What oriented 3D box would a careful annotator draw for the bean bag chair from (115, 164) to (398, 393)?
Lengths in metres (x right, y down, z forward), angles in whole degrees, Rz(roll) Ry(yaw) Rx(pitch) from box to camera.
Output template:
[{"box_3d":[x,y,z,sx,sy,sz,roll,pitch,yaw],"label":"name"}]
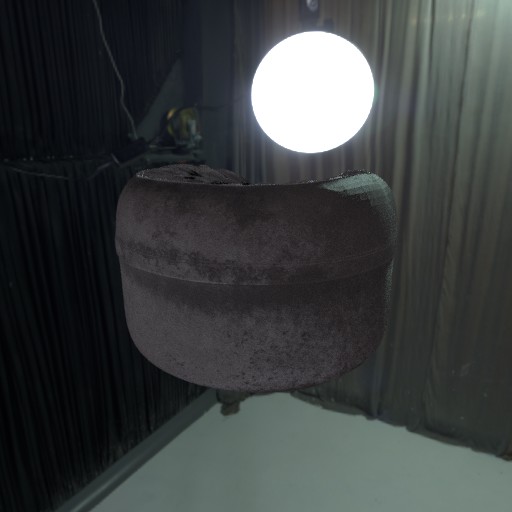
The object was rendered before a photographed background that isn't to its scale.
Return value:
[{"box_3d":[0.000,0.000,1.527,0.918,0.605,0.918,0,16,0],"label":"bean bag chair"}]
